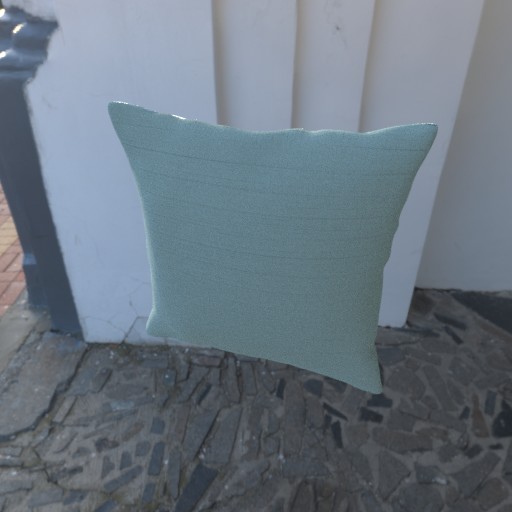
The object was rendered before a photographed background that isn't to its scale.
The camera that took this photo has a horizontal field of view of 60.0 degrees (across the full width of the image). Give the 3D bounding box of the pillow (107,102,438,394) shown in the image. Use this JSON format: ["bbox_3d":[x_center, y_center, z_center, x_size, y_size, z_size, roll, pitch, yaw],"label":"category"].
[{"bbox_3d":[0.000,0.000,0.723,0.470,0.464,0.175,10,34,15],"label":"pillow"}]
